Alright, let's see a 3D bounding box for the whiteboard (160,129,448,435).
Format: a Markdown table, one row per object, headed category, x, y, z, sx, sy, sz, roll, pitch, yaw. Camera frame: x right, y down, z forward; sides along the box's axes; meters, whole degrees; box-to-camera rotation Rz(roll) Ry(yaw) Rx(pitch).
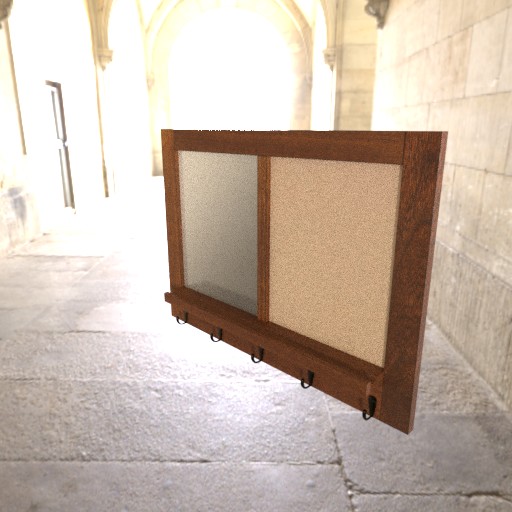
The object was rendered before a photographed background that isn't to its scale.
| category | x | y | z | sx | sy | sz | roll | pitch | yaw |
| --- | --- | --- | --- | --- | --- | --- | --- | --- | --- |
| whiteboard | 0.000 | 0.000 | 1.021 | 0.083 | 0.559 | 0.783 | -16 | 23 | -43 |
